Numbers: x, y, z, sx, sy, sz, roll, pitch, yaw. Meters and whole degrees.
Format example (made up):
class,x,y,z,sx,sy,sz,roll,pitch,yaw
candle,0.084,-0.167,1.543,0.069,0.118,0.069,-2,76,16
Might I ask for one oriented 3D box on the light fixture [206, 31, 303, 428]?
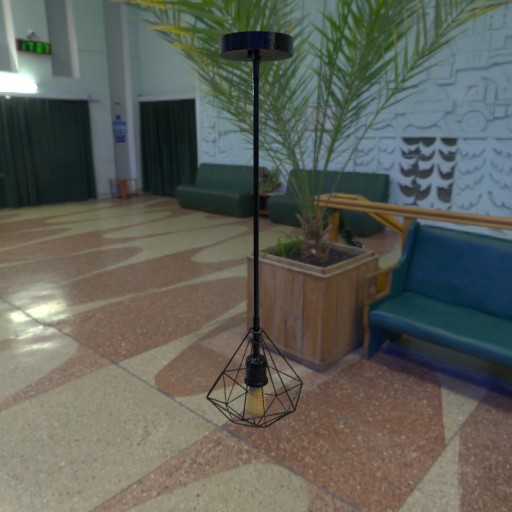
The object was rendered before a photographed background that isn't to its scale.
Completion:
class,x,y,z,sx,sy,sz,roll,pitch,yaw
light fixture,0.000,0.000,1.975,0.487,1.764,0.431,14,21,42
